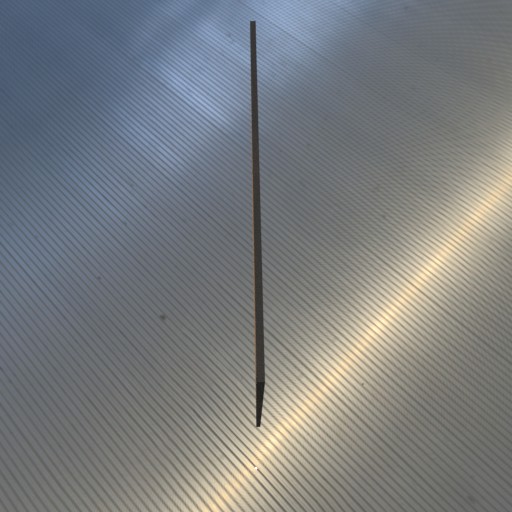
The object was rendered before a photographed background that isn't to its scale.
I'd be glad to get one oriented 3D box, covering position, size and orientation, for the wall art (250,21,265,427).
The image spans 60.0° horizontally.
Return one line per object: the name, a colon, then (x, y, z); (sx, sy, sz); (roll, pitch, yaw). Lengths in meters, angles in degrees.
wall art: (0.000, 0.000, 1.229); (0.013, 0.823, 0.823); (-1, 64, 0)
